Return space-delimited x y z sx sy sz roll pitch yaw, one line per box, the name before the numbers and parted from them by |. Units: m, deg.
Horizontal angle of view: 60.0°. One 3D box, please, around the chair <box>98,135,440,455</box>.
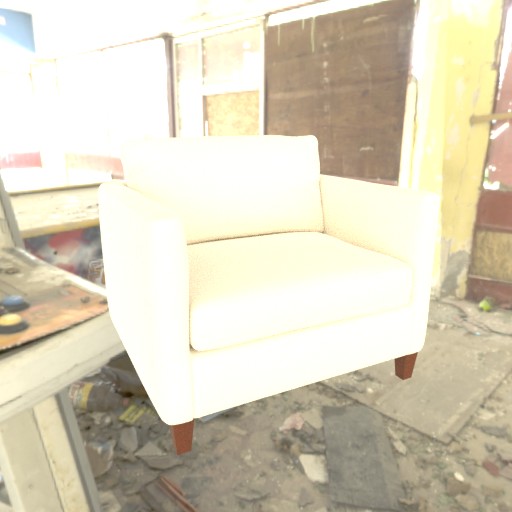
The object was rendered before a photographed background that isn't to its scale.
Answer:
chair | 0.000 0.000 1.696 1.019 0.885 0.878 -8 18 -26
